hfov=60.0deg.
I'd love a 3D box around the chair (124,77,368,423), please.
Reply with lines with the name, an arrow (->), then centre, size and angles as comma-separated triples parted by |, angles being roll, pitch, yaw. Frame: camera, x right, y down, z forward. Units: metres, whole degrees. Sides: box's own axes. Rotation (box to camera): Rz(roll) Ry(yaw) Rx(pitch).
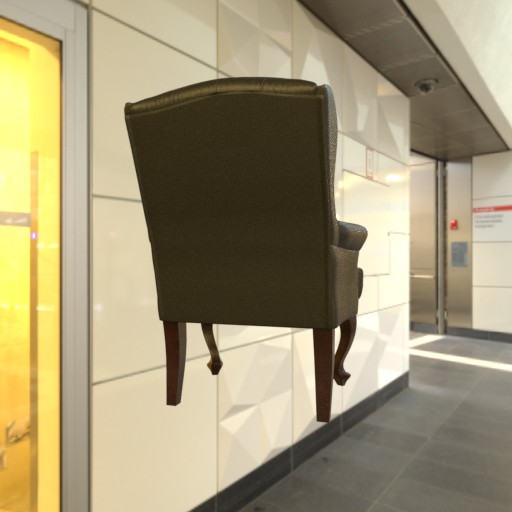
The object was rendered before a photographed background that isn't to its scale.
chair -> 0.000, 0.000, 1.738 | 0.831, 1.133, 0.822 | 0, 0, 17
